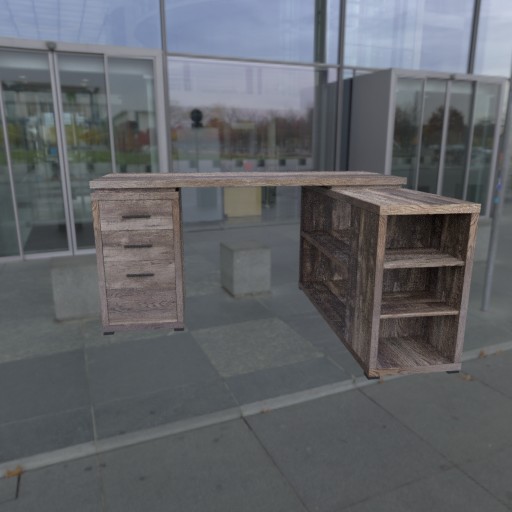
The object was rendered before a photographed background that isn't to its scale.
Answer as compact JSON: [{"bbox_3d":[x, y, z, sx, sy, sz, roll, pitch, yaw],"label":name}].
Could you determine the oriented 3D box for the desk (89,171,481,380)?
[{"bbox_3d":[0.000,0.000,2.203,1.524,0.753,1.200,-2,14,-8],"label":"desk"}]
